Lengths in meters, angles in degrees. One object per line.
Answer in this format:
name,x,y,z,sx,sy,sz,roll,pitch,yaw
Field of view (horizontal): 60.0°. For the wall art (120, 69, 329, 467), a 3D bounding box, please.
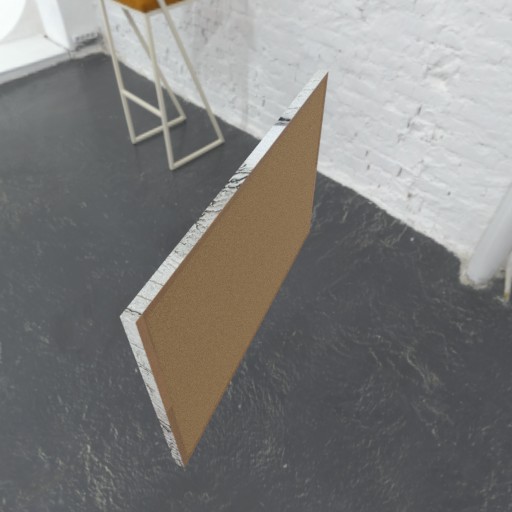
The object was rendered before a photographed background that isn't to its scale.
wall art,0.000,0.000,1.436,0.035,0.758,1.141,18,49,16
